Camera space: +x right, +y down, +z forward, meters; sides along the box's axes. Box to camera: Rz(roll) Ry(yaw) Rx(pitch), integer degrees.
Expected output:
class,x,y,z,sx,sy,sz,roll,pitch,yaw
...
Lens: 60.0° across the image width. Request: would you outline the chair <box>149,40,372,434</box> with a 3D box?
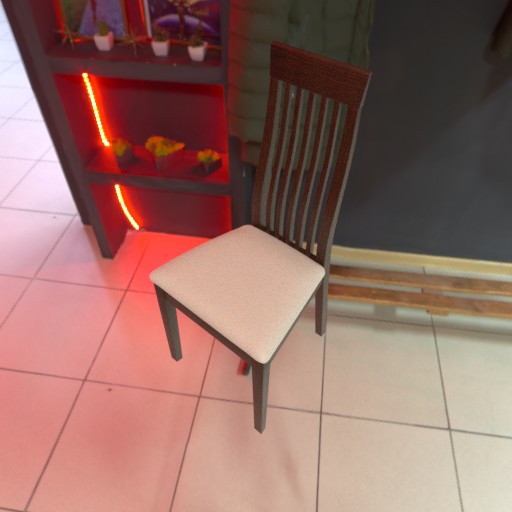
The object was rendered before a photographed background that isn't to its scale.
class,x,y,z,sx,sy,sz,roll,pitch,yaw
chair,0.000,0.000,1.311,0.460,1.027,0.474,32,53,27
